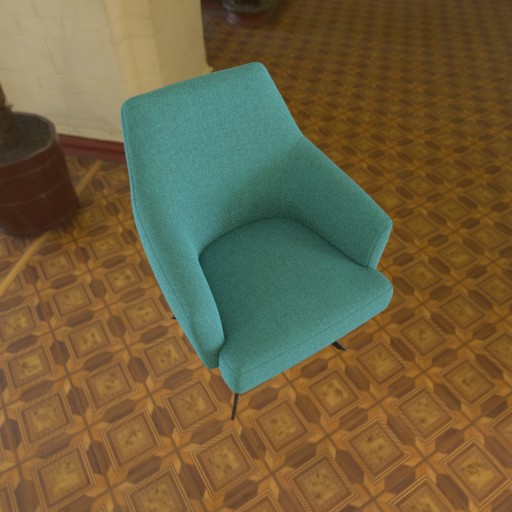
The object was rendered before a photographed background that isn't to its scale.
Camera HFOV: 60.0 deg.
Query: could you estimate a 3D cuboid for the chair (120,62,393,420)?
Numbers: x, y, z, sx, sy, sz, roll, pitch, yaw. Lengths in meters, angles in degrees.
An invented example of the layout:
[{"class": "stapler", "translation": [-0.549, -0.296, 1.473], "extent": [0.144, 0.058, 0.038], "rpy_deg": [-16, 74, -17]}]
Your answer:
[{"class": "chair", "translation": [0.000, 0.000, 1.358], "extent": [0.642, 0.874, 0.677], "rpy_deg": [-25, 53, -21]}]
